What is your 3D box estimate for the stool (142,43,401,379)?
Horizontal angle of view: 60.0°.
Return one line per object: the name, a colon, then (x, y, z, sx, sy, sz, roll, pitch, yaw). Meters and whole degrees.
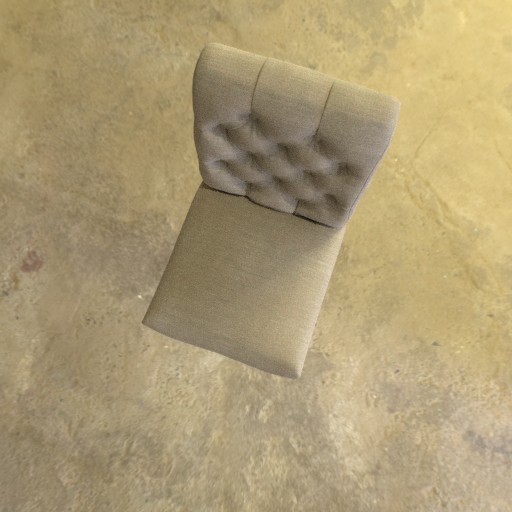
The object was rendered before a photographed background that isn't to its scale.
stool: (0.000, 0.000, 1.422, 0.486, 1.084, 0.660, 19, 77, 4)
